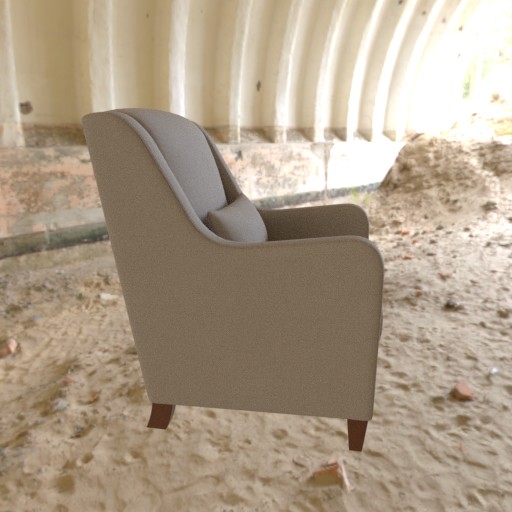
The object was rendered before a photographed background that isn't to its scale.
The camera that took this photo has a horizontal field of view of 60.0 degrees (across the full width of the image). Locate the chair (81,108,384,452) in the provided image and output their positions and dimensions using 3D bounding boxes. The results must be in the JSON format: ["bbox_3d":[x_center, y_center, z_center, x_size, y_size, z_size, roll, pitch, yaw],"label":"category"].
[{"bbox_3d":[0.000,0.000,1.593,0.863,1.010,0.715,3,15,10],"label":"chair"}]
